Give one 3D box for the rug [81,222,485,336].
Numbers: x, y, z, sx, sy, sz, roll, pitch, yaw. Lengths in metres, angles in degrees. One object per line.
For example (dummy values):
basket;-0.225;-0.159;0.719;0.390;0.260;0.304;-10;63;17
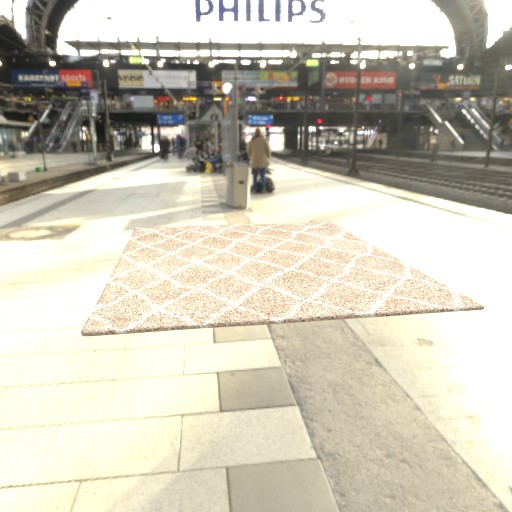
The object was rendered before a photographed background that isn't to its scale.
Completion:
rug;0.000;0.000;4.044;2.438;0.029;3.047;-2;15;-9
